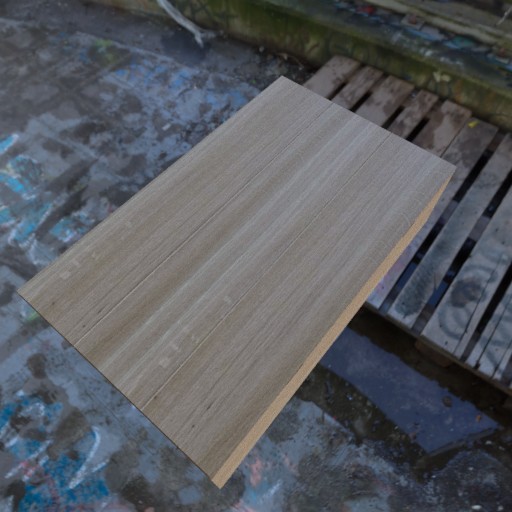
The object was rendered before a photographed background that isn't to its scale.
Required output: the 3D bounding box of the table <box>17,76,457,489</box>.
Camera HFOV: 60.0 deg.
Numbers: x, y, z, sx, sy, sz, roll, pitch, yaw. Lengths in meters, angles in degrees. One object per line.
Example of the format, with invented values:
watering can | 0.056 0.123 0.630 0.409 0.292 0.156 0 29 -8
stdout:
table | 0.000 0.000 1.394 0.678 0.353 1.110 35 65 19
